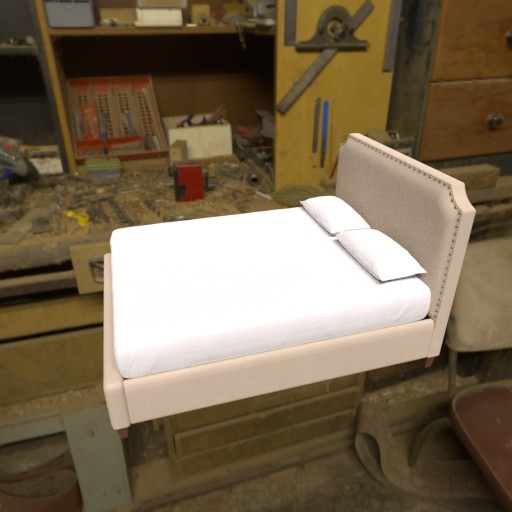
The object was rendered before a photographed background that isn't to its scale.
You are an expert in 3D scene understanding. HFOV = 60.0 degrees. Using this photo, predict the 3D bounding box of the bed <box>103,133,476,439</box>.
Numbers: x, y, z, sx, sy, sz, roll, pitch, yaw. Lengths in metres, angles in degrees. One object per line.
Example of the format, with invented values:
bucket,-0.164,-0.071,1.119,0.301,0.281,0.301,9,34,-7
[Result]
bed,0.000,0.000,3.417,2.329,1.415,1.703,-8,30,-15
